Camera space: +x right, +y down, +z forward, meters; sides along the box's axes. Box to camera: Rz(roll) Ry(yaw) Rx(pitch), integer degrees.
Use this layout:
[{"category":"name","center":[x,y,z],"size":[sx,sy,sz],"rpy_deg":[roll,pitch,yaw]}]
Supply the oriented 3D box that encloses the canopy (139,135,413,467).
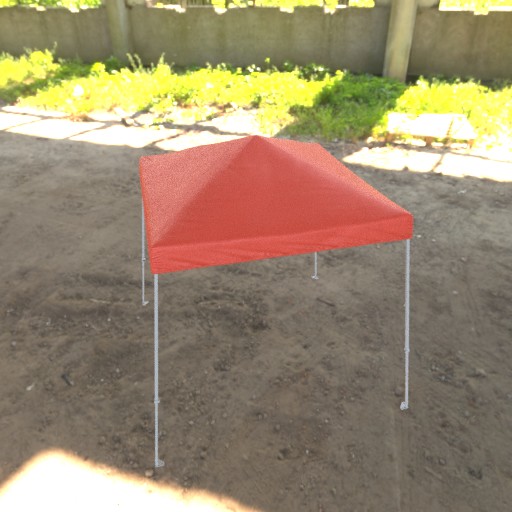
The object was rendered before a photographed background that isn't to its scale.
[{"category":"canopy","center":[0.000,0.000,5.210],"size":[2.849,2.850,2.850],"rpy_deg":[-8,32,-13]}]
